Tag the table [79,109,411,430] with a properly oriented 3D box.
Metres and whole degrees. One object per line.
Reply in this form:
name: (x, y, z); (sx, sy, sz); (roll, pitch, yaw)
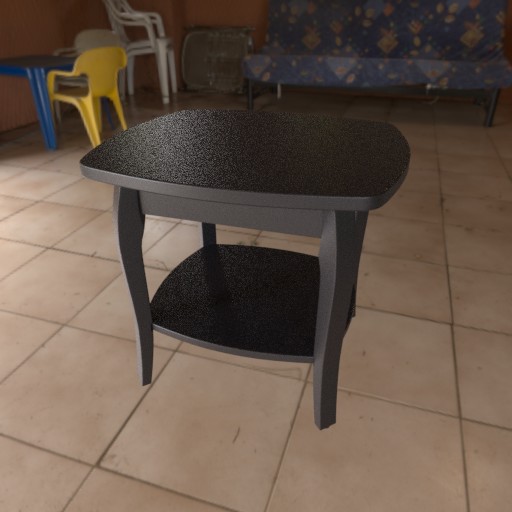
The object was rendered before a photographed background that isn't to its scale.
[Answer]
table: (0.000, 0.000, 0.872); (0.508, 0.457, 0.457); (9, 31, 15)
